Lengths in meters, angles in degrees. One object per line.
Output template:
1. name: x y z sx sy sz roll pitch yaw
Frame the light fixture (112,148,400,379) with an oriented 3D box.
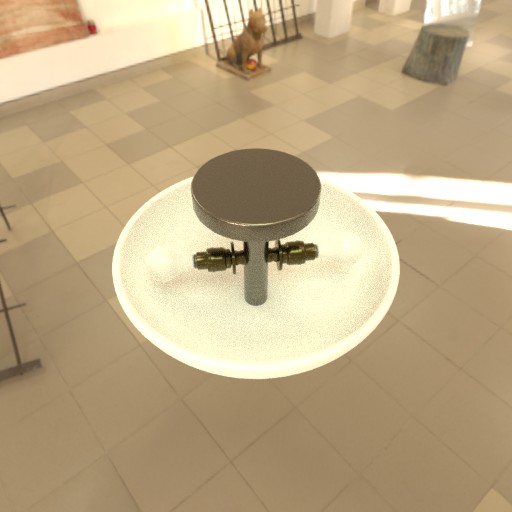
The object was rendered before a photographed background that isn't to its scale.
1. light fixture: 0.000 0.000 0.533 0.330 0.214 0.330 0 45 0
